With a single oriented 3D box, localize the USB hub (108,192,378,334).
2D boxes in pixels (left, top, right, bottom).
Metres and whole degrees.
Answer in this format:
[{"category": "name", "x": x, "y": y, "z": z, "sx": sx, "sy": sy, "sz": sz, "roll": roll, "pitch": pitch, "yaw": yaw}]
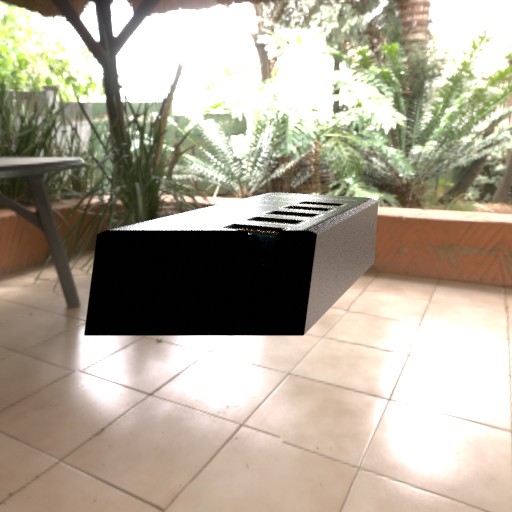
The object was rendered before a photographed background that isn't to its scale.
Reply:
[{"category": "USB hub", "x": 0.000, "y": 0.000, "z": 0.123, "sx": 0.044, "sy": 0.023, "sz": 0.110, "roll": 7, "pitch": 16, "yaw": 26}]
